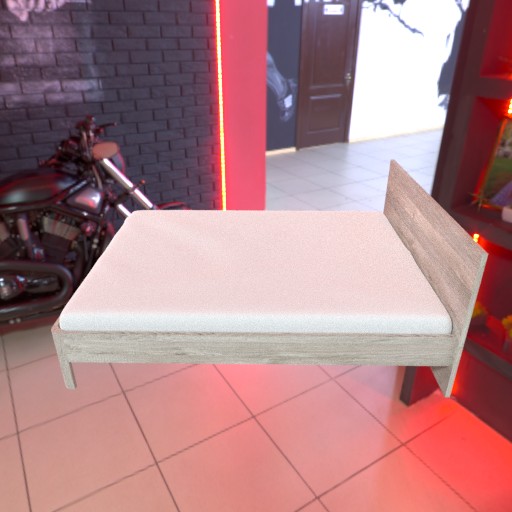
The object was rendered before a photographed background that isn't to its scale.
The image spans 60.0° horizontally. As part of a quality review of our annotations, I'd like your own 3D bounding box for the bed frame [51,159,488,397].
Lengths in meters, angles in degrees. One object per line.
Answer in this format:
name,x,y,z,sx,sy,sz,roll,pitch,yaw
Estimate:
bed frame,0.000,0.000,2.698,1.950,0.800,1.490,0,27,1
